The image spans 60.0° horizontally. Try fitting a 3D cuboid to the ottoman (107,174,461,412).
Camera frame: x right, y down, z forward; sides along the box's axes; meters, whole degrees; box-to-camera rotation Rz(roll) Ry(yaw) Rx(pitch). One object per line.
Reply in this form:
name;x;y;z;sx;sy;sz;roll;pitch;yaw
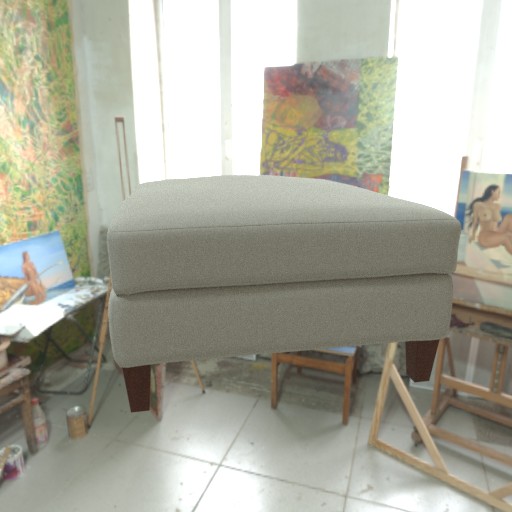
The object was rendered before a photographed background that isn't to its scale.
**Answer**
ottoman;0.000;0.000;1.469;0.836;0.492;0.976;-3;15;-10
